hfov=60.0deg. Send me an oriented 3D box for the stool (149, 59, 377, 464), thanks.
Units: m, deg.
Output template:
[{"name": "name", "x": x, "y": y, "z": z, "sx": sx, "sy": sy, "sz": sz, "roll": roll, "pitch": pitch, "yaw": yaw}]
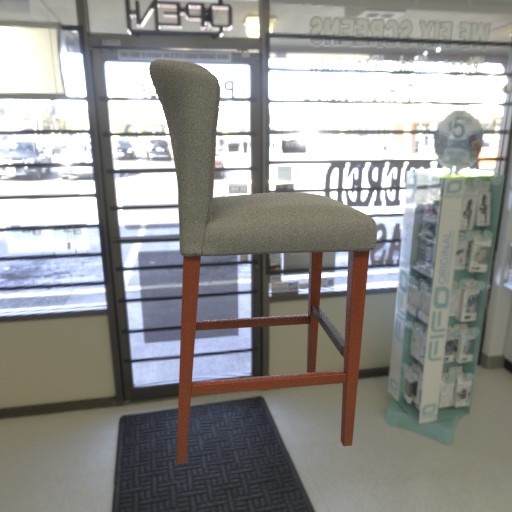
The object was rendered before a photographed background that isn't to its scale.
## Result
[{"name": "stool", "x": 0.000, "y": 0.000, "z": 1.342, "sx": 0.568, "sy": 1.069, "sz": 0.481, "roll": -2, "pitch": 15, "yaw": -8}]
